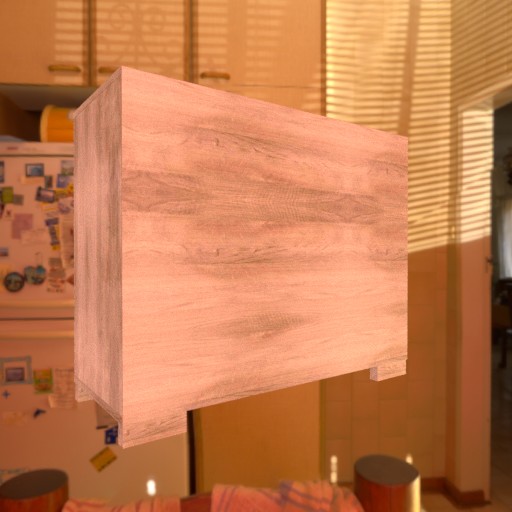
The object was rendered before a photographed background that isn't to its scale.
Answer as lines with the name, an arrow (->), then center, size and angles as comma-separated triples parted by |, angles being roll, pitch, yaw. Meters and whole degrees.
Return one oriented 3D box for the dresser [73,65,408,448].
dresser -> 0.000, 0.000, 1.394 | 0.994, 0.816, 0.404 | 0, 1, -36
